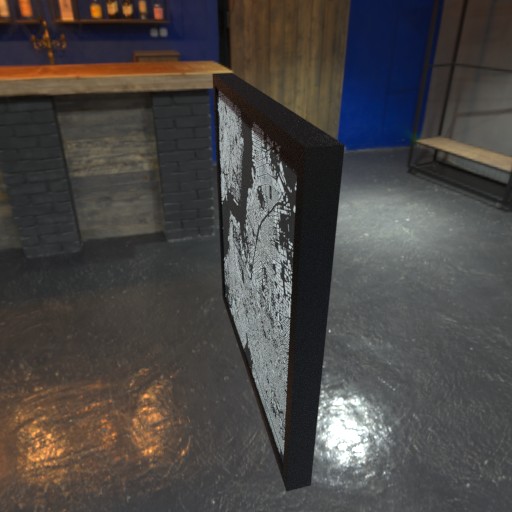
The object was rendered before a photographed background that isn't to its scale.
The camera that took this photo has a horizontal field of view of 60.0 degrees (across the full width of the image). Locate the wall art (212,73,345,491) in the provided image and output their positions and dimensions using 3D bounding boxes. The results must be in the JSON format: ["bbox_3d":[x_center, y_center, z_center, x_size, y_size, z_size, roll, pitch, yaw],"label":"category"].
[{"bbox_3d":[0.000,0.000,0.738,0.038,0.506,0.506,-7,30,-12],"label":"wall art"}]
